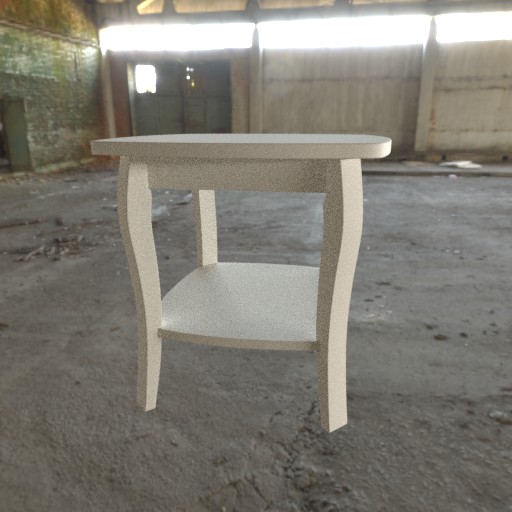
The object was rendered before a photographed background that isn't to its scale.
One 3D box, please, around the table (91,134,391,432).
[{"bbox_3d":[0.000,0.000,0.843,0.451,0.438,0.502,3,17,10],"label":"table"}]
